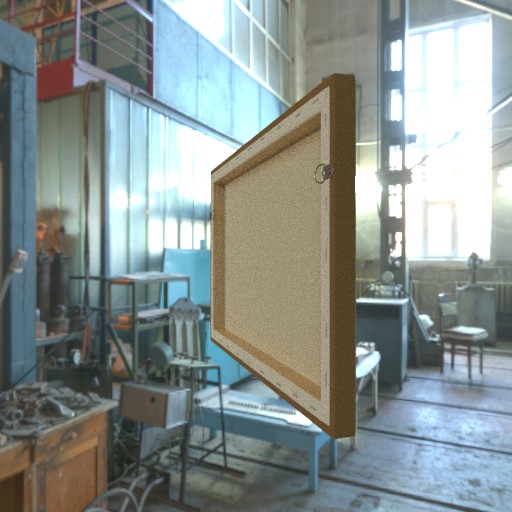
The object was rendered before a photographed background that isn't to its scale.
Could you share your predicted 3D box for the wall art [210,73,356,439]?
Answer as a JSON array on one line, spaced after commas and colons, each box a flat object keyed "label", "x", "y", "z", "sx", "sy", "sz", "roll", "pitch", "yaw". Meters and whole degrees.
[{"label": "wall art", "x": 0.000, "y": 0.000, "z": 0.486, "sx": 0.019, "sy": 0.254, "sz": 0.380, "roll": 0, "pitch": 0, "yaw": -19}]
